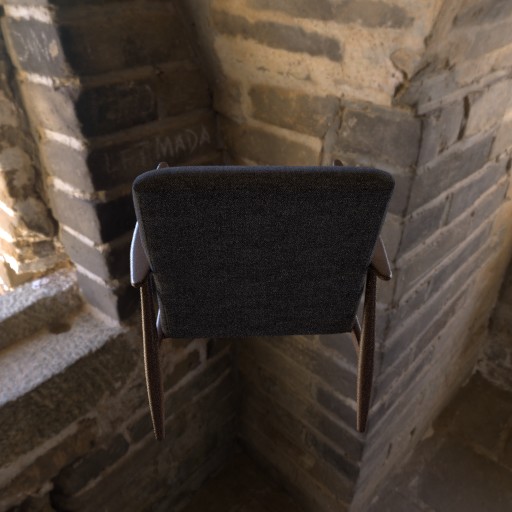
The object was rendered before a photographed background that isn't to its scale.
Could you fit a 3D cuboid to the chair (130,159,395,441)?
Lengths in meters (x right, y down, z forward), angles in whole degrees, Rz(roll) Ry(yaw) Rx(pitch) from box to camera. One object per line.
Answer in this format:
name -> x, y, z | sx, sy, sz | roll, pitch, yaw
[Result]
chair -> 0.000, 0.000, 1.442 | 0.741, 0.832, 0.798 | -1, 30, -2
